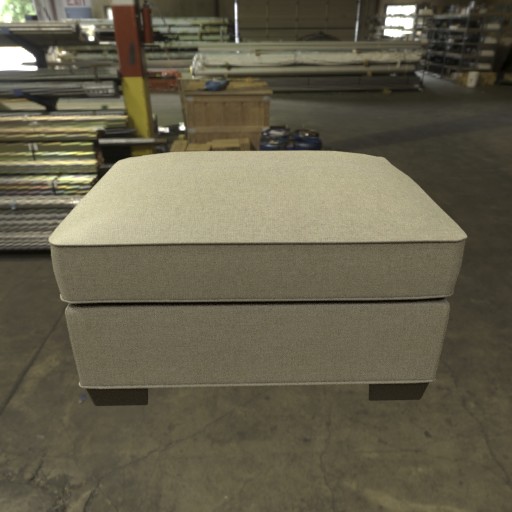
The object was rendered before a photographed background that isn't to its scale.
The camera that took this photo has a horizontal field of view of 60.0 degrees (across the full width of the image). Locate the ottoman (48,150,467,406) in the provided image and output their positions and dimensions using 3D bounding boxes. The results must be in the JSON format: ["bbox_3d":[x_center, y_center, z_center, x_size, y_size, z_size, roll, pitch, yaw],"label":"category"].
[{"bbox_3d":[0.000,0.000,1.219,0.843,0.504,0.619,-1,28,-1],"label":"ottoman"}]
